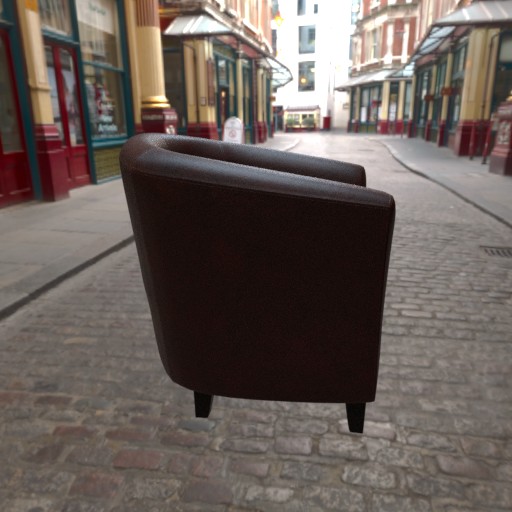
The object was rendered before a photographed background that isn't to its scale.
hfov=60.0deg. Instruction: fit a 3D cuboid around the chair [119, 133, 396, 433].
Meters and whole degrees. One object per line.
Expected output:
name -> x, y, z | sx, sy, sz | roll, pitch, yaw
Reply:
chair -> 0.000, 0.000, 1.415 | 0.727, 0.756, 0.792 | 2, 17, 8
